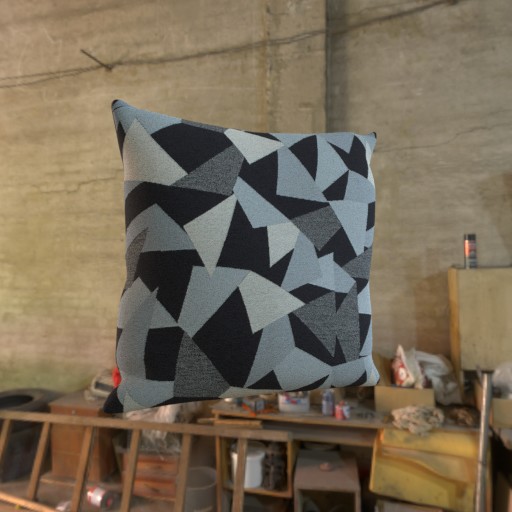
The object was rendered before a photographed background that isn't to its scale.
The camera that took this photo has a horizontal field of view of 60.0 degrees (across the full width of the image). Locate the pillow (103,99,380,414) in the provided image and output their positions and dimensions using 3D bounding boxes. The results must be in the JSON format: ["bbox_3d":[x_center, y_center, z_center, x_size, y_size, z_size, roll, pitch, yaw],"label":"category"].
[{"bbox_3d":[0.000,0.000,0.770,0.503,0.496,0.208,0,0,-19],"label":"pillow"}]
